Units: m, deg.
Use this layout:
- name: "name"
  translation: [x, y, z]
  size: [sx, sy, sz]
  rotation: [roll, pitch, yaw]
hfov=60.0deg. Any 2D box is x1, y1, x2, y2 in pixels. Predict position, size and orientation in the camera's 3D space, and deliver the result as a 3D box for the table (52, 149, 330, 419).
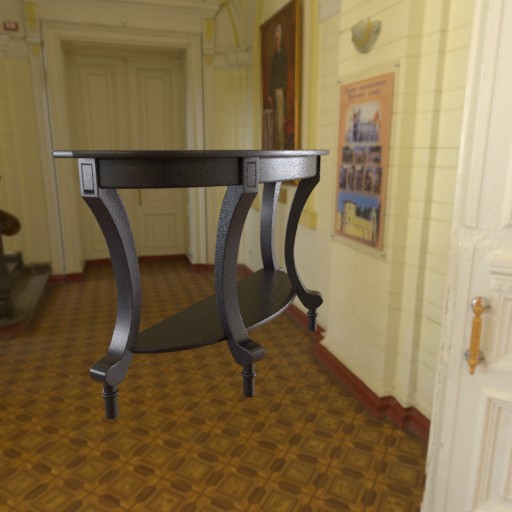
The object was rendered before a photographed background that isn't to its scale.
- name: "table"
  translation: [0.000, 0.000, 1.486]
  size: [0.394, 0.692, 1.198]
  rotation: [7, 15, 26]
